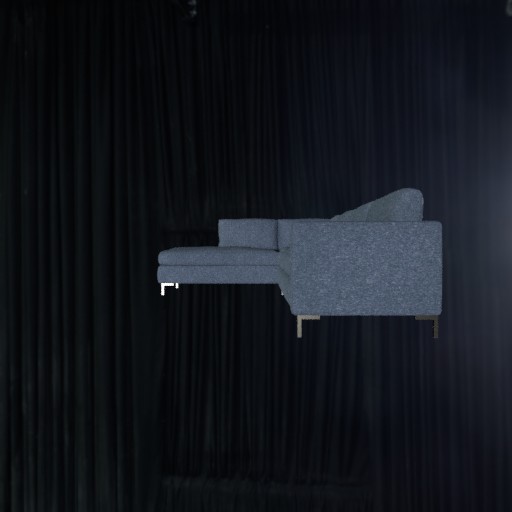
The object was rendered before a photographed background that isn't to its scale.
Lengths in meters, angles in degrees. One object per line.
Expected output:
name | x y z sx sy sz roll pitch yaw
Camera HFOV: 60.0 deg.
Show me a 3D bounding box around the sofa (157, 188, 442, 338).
sofa | 0.000 0.000 3.785 2.007 0.815 2.949 0 1 1
